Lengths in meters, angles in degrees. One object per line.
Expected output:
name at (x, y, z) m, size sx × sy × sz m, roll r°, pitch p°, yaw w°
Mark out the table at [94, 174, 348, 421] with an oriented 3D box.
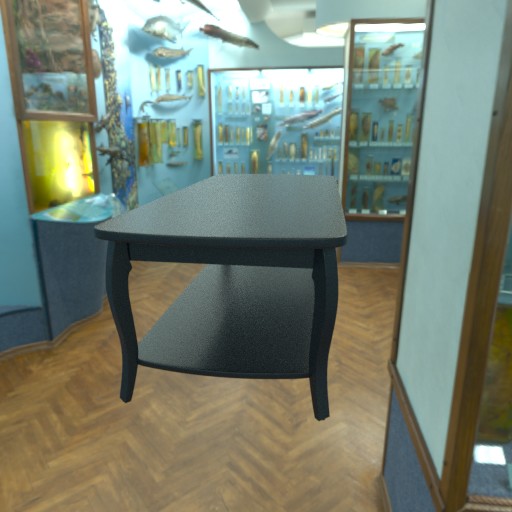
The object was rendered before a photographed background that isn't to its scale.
table at (0.000, 0.000, 1.595) m, size 0.571 × 0.457 × 1.333 m, roll 2°, pitch 16°, yaw 8°
